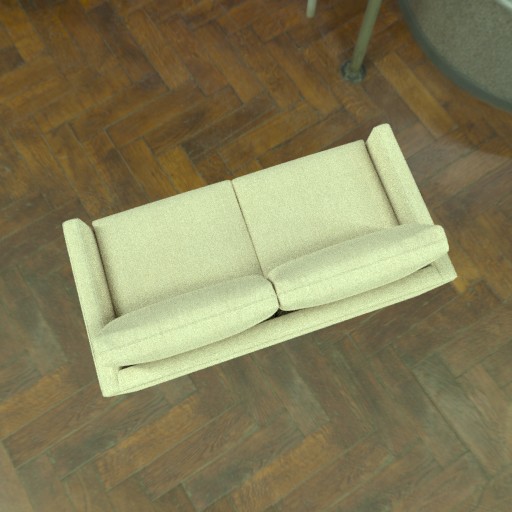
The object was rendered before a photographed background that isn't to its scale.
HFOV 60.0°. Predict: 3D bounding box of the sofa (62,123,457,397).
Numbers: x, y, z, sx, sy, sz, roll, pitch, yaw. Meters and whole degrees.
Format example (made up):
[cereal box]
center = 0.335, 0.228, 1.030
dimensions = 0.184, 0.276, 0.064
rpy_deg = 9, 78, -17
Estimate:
[sofa]
center = 0.000, 0.000, 2.161
dimensions = 1.651, 0.812, 0.839
rpy_deg = -18, 77, -4
